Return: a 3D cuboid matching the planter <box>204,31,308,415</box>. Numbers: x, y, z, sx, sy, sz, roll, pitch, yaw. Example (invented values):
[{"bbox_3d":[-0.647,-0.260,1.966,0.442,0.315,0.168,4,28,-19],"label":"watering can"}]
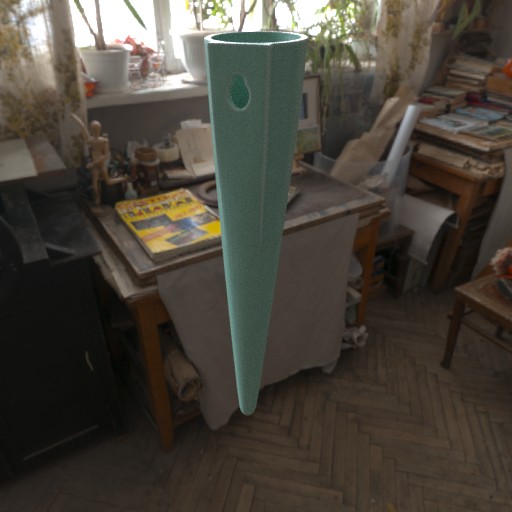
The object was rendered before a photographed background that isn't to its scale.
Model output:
[{"bbox_3d":[0.000,0.000,0.300,0.054,0.268,0.055,10,33,16],"label":"planter"}]
